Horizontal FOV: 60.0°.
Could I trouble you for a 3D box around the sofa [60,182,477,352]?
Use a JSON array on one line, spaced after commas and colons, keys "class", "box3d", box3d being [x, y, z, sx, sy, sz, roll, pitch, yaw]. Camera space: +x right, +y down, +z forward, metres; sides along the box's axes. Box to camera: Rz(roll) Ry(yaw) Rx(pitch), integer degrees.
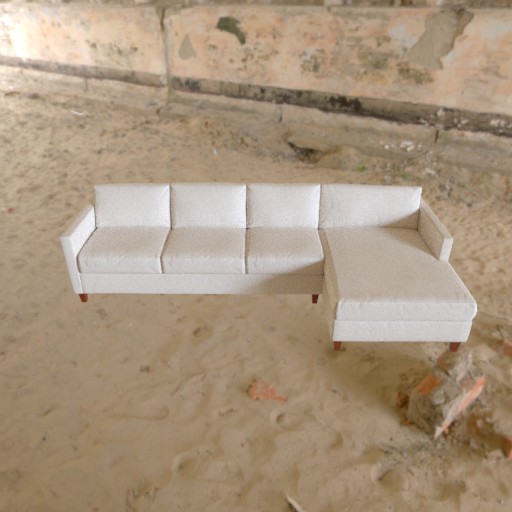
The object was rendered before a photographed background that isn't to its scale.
[{"class": "sofa", "box3d": [0.000, 0.000, 4.119, 3.471, 0.954, 1.606, 0, 31, 0]}]
